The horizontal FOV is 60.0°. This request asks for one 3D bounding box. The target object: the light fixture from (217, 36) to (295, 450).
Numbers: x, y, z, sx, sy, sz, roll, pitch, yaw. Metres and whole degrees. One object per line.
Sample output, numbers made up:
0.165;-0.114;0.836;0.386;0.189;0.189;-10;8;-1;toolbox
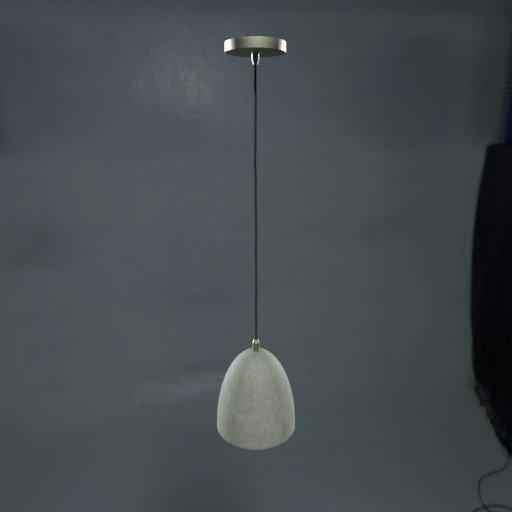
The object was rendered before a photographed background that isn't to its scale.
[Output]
0.000;0.000;0.863;0.170;0.759;0.170;-3;16;-9;light fixture
